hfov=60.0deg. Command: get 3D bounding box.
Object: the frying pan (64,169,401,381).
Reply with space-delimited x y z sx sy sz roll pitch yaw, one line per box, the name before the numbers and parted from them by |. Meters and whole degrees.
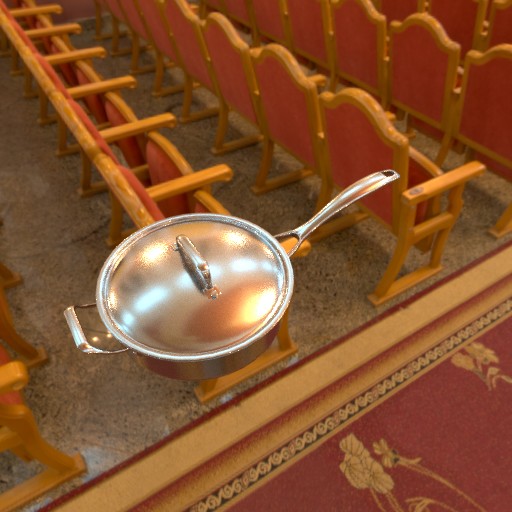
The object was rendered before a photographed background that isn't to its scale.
frying pan | 0.000 0.000 0.600 0.492 0.111 0.245 -24 50 -22
